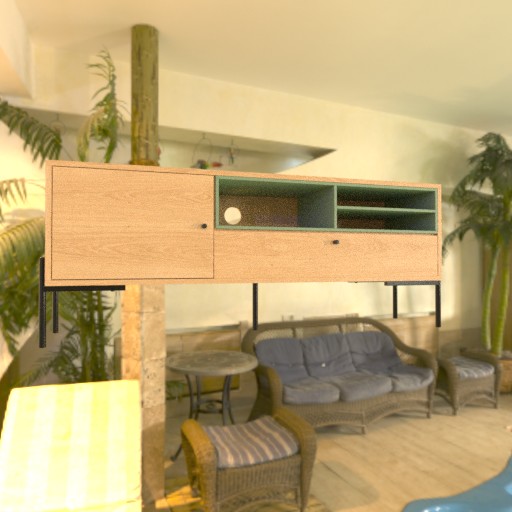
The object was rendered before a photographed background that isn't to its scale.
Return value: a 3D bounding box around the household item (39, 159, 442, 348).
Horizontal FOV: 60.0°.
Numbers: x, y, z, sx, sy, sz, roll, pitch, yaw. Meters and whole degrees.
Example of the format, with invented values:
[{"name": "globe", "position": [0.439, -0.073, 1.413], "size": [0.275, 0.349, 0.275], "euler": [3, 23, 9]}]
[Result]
[{"name": "household item", "position": [0.000, 0.000, 1.794], "size": [1.550, 0.600, 0.400], "euler": [0, -1, -17]}]
